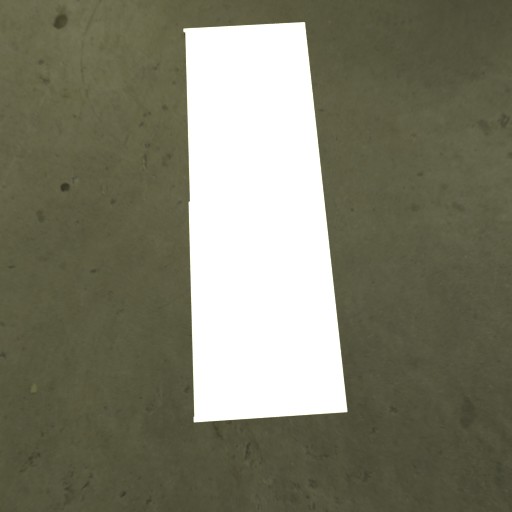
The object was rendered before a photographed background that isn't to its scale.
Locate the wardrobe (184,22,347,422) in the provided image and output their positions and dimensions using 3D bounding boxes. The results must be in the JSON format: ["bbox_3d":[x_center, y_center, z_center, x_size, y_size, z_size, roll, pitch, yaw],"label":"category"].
[{"bbox_3d":[0.000,0.000,2.937,0.600,2.020,1.830,-4,75,-1],"label":"wardrobe"}]
